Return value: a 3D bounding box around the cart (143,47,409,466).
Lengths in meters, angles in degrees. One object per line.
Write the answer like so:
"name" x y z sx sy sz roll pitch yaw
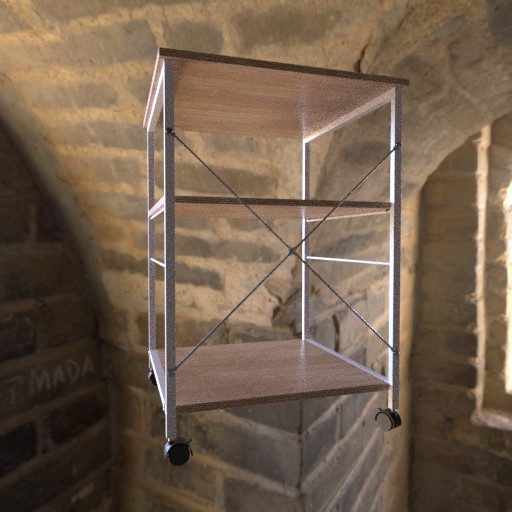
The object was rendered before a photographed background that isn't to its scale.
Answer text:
"cart" 0.000 0.000 1.122 0.521 0.762 0.520 -1 2 -17
